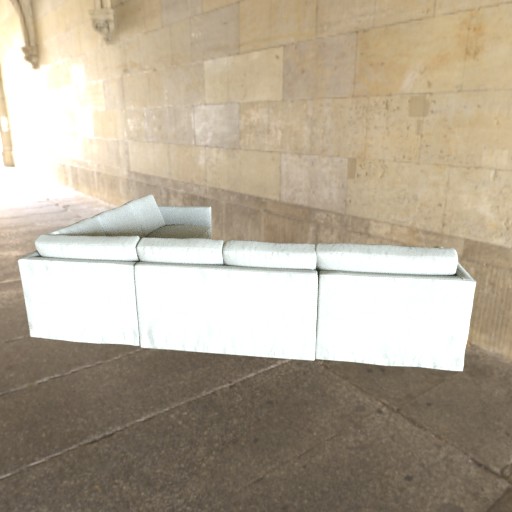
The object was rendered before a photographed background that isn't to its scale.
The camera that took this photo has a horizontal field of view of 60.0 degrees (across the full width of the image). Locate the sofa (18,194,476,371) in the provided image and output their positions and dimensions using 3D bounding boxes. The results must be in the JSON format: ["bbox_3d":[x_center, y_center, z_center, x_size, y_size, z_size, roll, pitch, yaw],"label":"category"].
[{"bbox_3d":[0.000,0.000,4.439,3.434,0.869,2.440,3,17,8],"label":"sofa"}]
